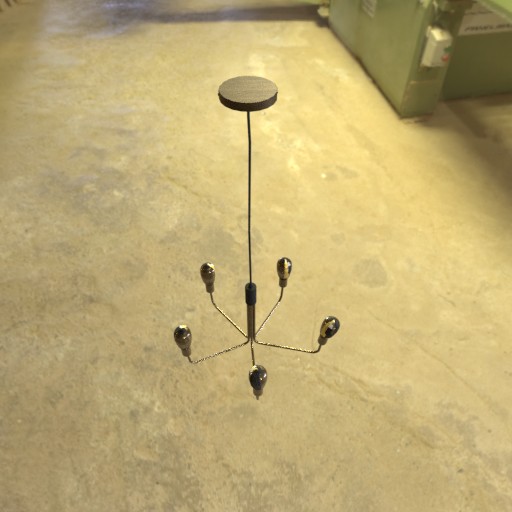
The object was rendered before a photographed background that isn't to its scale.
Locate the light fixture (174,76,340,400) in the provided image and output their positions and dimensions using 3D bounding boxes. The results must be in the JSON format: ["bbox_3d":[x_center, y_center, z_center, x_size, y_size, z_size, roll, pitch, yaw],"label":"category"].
[{"bbox_3d":[0.000,0.000,1.378,0.588,1.059,0.532,-4,47,-4],"label":"light fixture"}]
